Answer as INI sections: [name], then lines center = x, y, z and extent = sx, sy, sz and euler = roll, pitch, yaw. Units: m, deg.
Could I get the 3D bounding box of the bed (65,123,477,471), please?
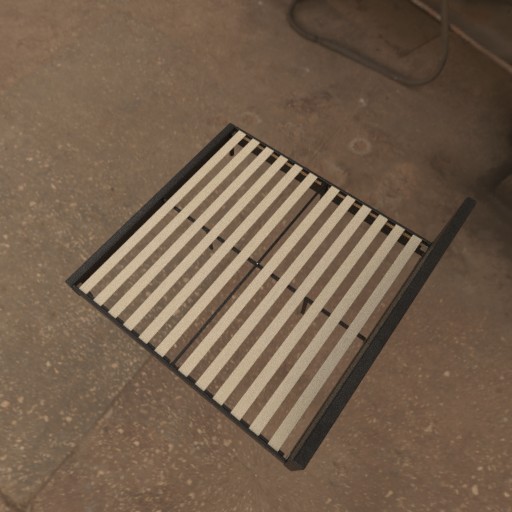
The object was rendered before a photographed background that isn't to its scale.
[bed]
center = 0.000, 0.000, 3.328
extent = 2.152, 1.046, 2.018
euler = 34, 69, 16
